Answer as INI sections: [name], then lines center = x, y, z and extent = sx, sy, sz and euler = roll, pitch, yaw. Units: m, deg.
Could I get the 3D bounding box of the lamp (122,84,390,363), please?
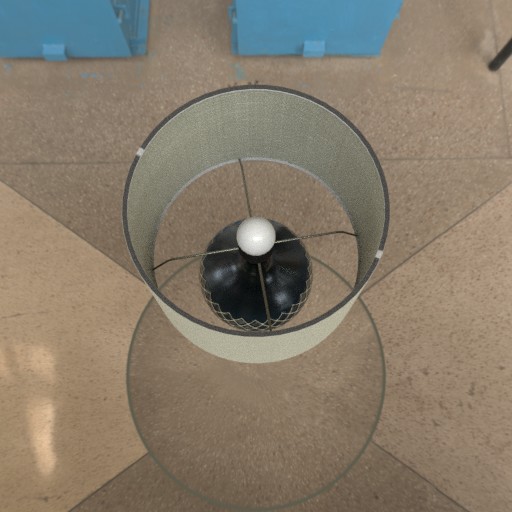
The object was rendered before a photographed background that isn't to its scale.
[lamp]
center = 0.000, 0.000, 0.798
extent = 0.376, 0.540, 0.376
euler = 0, 76, 0
